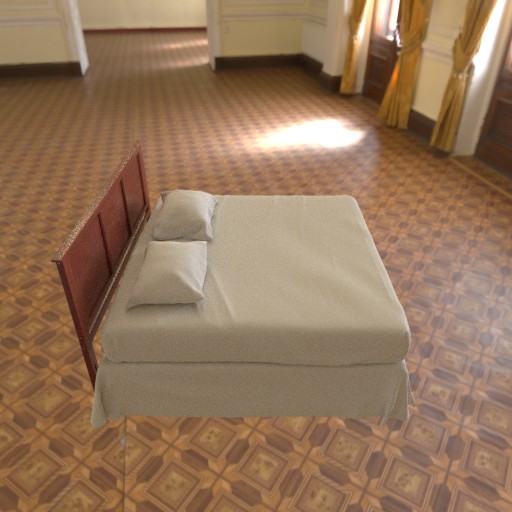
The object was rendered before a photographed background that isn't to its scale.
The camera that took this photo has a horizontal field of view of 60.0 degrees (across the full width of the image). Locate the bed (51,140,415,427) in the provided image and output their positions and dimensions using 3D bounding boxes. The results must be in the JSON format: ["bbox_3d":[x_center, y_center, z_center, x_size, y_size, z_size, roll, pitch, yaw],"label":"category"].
[{"bbox_3d":[0.000,0.000,3.586,2.219,1.271,2.314,0,33,0],"label":"bed"}]
